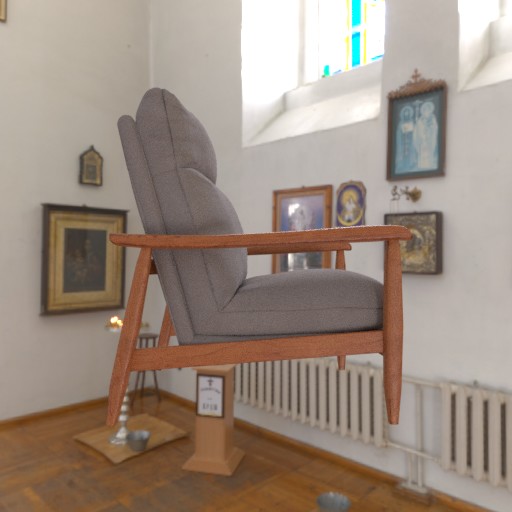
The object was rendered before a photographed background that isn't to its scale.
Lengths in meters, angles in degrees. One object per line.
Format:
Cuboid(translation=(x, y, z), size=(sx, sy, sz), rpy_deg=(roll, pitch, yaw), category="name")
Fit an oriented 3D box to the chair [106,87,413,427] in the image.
Cuboid(translation=(0.000, 0.000, 1.520), size=(0.816, 0.922, 0.782), rpy_deg=(0, -2, -1), category="chair")
